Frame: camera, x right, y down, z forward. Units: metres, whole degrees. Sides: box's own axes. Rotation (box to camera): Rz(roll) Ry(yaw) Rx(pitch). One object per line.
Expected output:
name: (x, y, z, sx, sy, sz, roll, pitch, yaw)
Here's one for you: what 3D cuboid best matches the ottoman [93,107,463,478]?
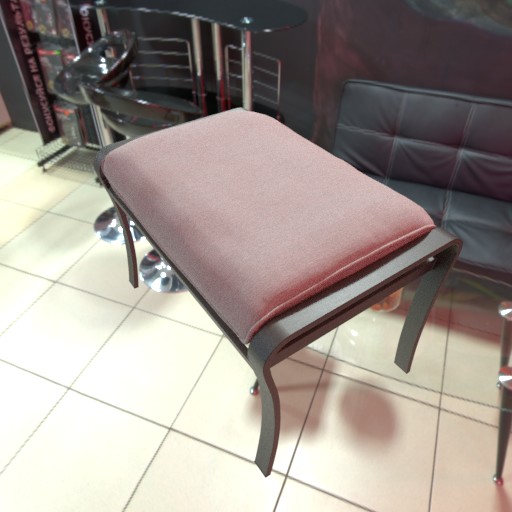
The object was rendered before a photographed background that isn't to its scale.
ottoman: (0.000, 0.000, 0.921, 0.406, 0.422, 0.610, -25, 47, -25)
